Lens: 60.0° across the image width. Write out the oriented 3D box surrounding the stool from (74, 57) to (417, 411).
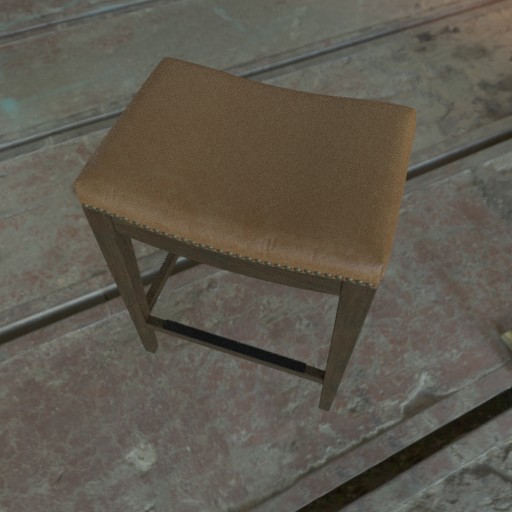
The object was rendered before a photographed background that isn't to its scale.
[{"bbox_3d":[0.000,0.000,0.960,0.500,0.660,0.361,16,58,10],"label":"stool"}]
